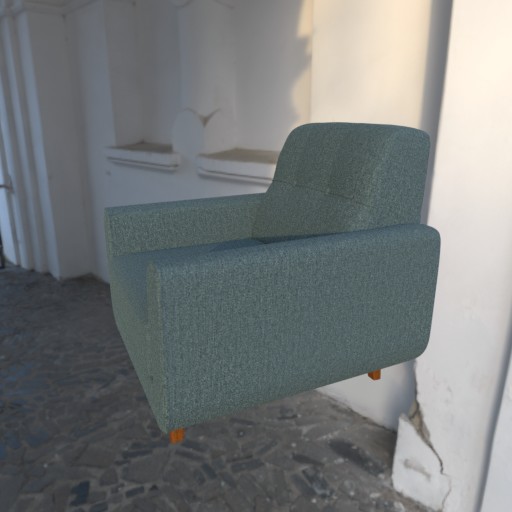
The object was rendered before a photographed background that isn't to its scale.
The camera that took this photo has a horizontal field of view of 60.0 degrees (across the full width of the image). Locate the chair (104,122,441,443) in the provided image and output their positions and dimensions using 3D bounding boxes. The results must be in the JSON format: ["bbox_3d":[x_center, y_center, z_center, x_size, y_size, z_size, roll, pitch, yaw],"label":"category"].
[{"bbox_3d":[0.000,0.000,1.627,0.964,0.940,0.880,-8,19,-25],"label":"chair"}]
